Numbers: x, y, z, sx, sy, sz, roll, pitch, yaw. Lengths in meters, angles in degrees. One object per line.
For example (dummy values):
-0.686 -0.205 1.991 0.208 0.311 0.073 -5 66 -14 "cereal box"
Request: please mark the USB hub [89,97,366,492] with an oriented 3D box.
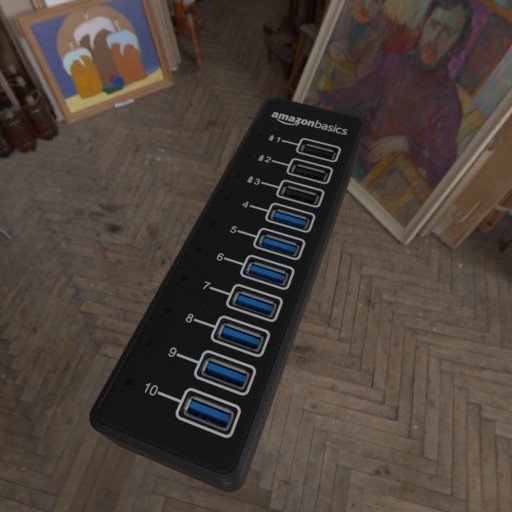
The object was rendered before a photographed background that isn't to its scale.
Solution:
0.000 0.000 0.159 0.044 0.023 0.145 18 59 11 "USB hub"
